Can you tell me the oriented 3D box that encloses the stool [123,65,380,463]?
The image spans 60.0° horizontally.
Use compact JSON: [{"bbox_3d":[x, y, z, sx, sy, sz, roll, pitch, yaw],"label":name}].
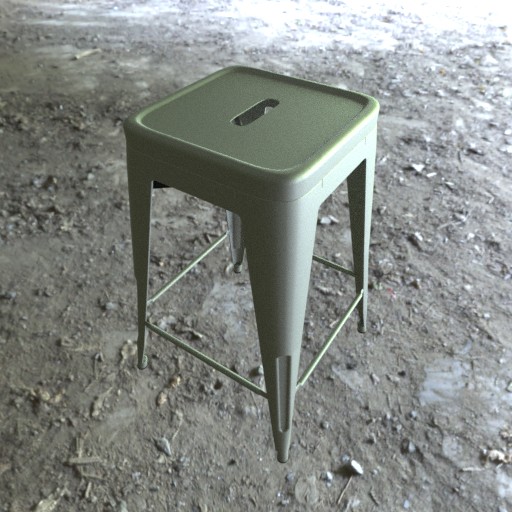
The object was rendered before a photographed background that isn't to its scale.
[{"bbox_3d":[0.000,0.000,0.883,0.410,0.608,0.410,24,48,24],"label":"stool"}]
